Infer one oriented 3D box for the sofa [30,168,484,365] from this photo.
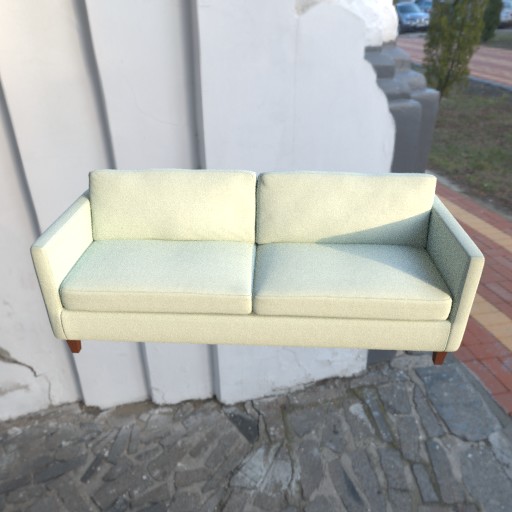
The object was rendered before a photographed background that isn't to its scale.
[{"bbox_3d":[0.000,0.000,2.843,2.434,0.965,0.948,1,30,2],"label":"sofa"}]
